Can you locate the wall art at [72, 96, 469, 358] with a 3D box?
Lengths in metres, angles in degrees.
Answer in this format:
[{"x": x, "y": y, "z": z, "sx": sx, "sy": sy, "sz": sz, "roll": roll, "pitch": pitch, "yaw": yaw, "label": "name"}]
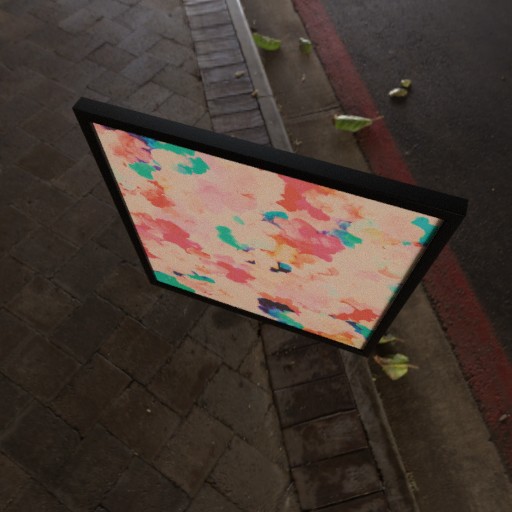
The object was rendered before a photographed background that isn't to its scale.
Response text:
[{"x": 0.000, "y": 0.000, "z": 1.135, "sx": 0.756, "sy": 0.755, "sz": 0.036, "roll": 17, "pitch": 61, "yaw": 10, "label": "wall art"}]
